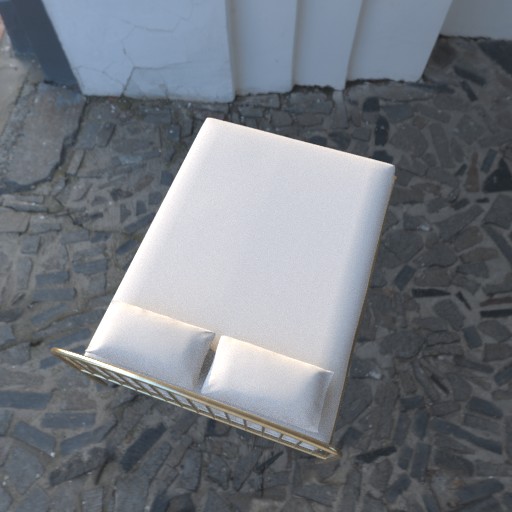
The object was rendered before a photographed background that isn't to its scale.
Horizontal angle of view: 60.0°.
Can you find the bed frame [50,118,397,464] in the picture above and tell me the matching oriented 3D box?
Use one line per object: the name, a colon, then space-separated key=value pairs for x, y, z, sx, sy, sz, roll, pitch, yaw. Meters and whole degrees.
bed frame: x=0.000 y=0.000 z=3.023 sx=1.612 sy=1.175 sz=2.152 roll=17 pitch=64 yaw=8
